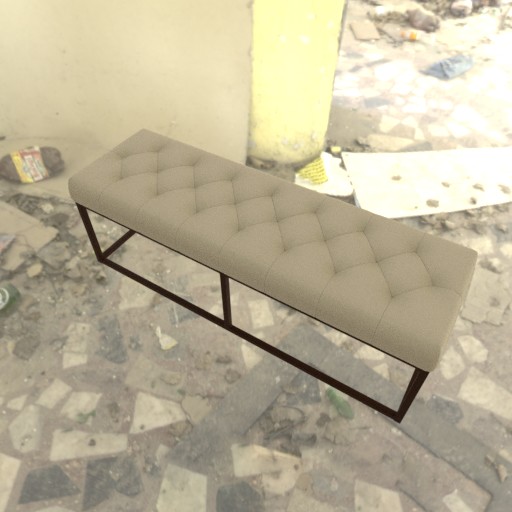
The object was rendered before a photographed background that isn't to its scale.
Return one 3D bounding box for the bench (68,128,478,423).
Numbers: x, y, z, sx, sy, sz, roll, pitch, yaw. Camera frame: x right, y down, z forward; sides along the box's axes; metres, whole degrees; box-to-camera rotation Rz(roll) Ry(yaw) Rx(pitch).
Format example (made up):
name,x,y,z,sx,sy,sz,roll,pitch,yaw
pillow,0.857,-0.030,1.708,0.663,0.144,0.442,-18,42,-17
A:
name,x,y,z,sx,sy,sz,roll,pitch,yaw
bench,0.000,0.000,1.761,1.488,0.488,0.479,24,51,21
